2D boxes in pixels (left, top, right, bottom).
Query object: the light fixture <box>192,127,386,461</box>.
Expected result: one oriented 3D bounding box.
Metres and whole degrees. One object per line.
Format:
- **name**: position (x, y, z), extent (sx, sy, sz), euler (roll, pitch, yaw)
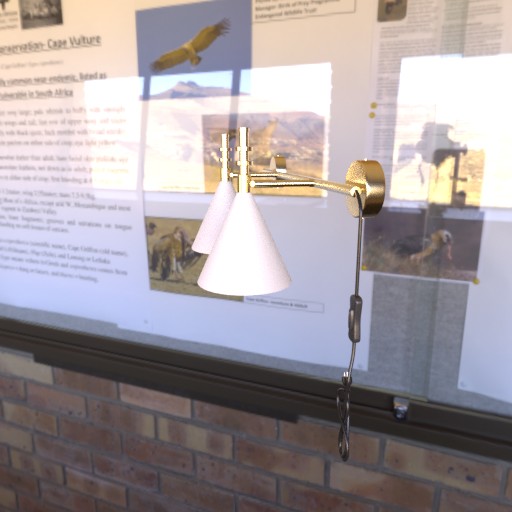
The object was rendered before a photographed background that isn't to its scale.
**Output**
- **light fixture**: position (0.000, 0.000, 0.863), extent (0.239, 0.468, 0.642), euler (-2, 13, -10)
